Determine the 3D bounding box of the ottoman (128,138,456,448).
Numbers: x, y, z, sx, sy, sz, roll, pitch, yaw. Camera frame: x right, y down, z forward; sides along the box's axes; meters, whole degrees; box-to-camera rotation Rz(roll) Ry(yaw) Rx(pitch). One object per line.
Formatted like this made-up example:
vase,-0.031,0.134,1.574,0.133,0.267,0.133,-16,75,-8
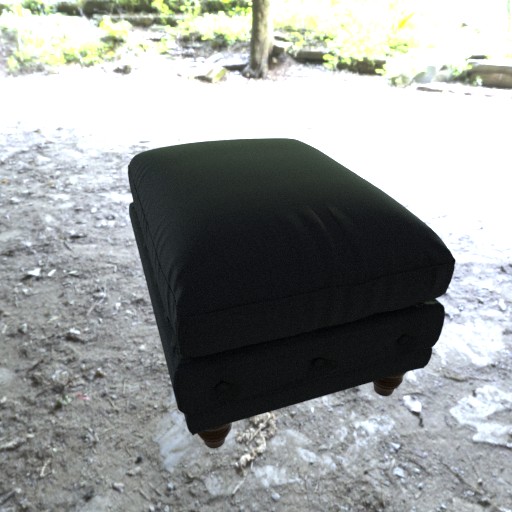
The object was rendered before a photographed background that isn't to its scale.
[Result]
ottoman,0.000,0.000,1.129,0.558,0.486,0.767,-10,32,-17
